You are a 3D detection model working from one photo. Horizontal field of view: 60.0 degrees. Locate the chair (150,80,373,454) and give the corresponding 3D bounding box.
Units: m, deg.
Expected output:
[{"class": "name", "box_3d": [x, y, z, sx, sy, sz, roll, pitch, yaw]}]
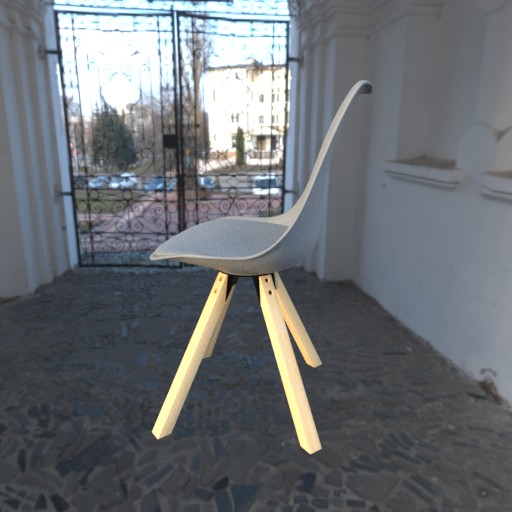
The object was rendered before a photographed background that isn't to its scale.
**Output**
[{"class": "chair", "box_3d": [0.000, 0.000, 1.187, 0.549, 0.850, 0.485, 2, 15, 8]}]
